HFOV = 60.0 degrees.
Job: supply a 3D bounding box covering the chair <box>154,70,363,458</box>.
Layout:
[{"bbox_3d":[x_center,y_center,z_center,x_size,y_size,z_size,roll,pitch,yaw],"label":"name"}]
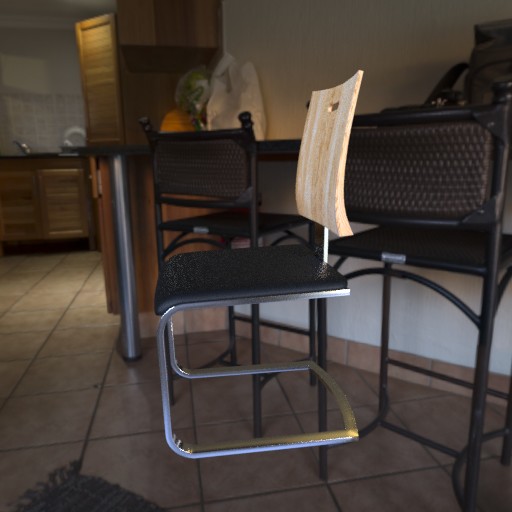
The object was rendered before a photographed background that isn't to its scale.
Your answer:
[{"bbox_3d":[0.000,0.000,1.259,0.560,0.936,0.462,-2,14,-9],"label":"chair"}]
